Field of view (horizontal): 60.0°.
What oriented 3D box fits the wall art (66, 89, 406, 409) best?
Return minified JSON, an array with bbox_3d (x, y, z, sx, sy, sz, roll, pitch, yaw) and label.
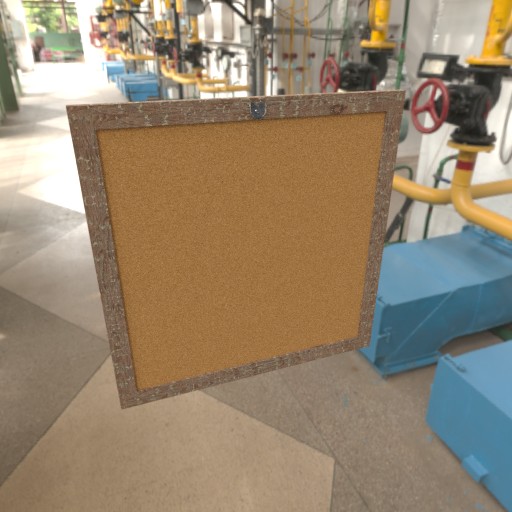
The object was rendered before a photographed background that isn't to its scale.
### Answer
[{"bbox_3d":[0.000,0.000,0.565,0.384,0.384,0.012,-9,28,-18],"label":"wall art"}]
